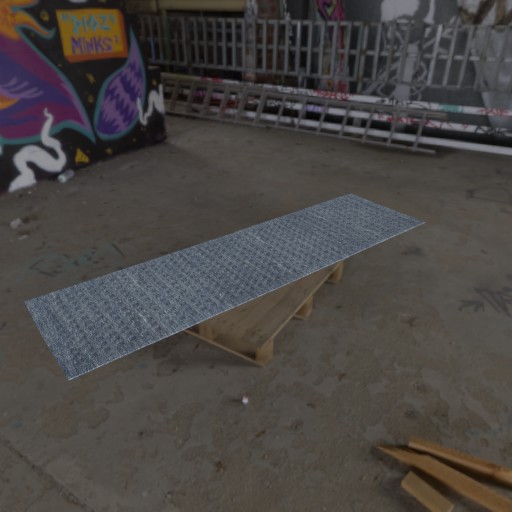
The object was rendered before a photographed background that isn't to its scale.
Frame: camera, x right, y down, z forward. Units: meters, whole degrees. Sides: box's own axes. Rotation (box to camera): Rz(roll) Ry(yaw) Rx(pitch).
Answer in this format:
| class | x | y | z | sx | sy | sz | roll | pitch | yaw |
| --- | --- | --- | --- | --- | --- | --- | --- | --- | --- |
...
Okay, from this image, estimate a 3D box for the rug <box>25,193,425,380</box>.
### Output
| class | x | y | z | sx | sy | sz | roll | pitch | yaw |
| --- | --- | --- | --- | --- | --- | --- | --- | --- | --- |
| rug | 0.000 | 0.000 | 2.660 | 2.443 | 0.008 | 0.688 | -21 | 36 | -32 |
